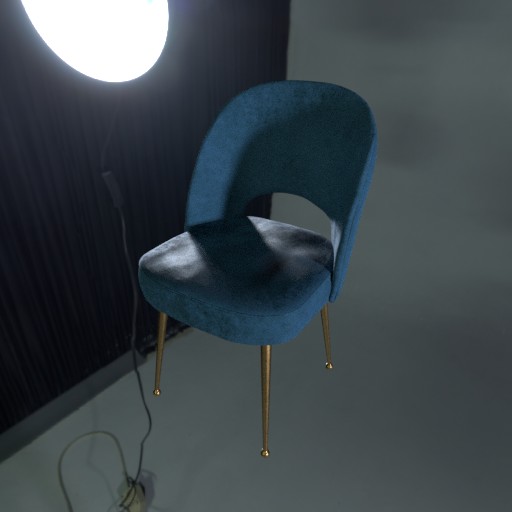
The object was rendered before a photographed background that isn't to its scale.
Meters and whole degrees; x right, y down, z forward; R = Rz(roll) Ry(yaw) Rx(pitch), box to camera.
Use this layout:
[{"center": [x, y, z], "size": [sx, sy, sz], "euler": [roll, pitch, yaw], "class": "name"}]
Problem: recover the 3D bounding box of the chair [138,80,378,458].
[{"center": [0.000, 0.000, 1.240], "size": [0.527, 0.860, 0.577], "euler": [17, 33, 29], "class": "chair"}]
